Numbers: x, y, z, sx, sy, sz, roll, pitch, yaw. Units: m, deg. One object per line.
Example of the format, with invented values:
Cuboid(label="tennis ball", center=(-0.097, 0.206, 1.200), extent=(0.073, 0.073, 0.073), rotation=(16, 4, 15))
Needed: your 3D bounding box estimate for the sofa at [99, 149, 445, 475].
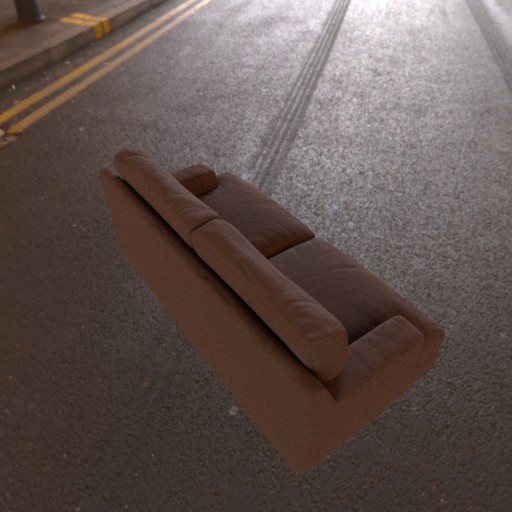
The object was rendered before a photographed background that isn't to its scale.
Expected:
Cuboid(label="sofa", center=(0.000, 0.000, 2.903), extent=(1.140, 0.950, 2.274), rotation=(-26, 47, -26))
